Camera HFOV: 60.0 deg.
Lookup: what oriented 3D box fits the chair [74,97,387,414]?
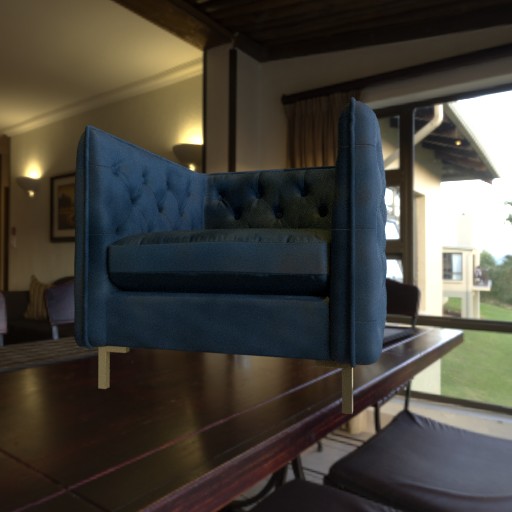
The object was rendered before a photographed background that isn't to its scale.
[{"bbox_3d":[0.000,0.000,1.545,0.868,0.771,0.877,0,-1,17],"label":"chair"}]
